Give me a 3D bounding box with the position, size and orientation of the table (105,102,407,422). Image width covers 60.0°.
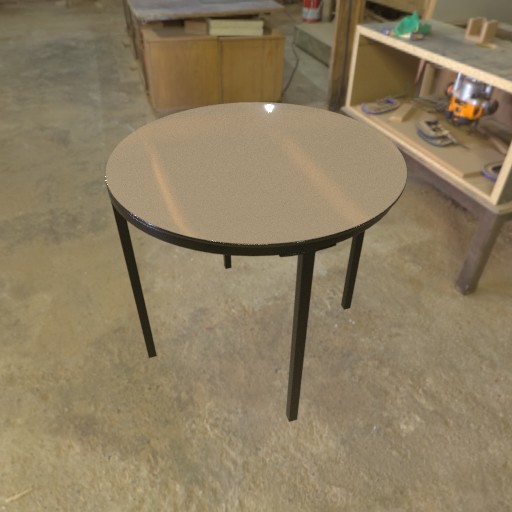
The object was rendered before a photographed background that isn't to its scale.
[{"bbox_3d":[0.000,0.000,0.894,0.499,0.443,0.499,0,39,0],"label":"table"}]
